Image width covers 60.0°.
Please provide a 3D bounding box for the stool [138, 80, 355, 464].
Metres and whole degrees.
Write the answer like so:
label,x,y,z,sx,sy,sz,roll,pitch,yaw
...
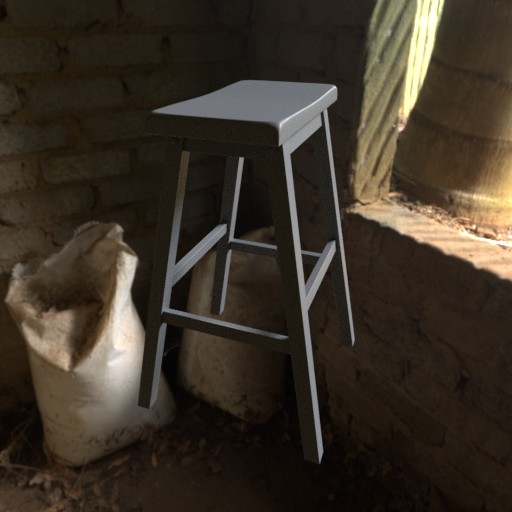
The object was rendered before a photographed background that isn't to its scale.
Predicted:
label,x,y,z,sx,sy,sz,roll,pitch,yaw
stool,0.000,0.000,1.073,0.476,0.737,0.457,10,31,18
